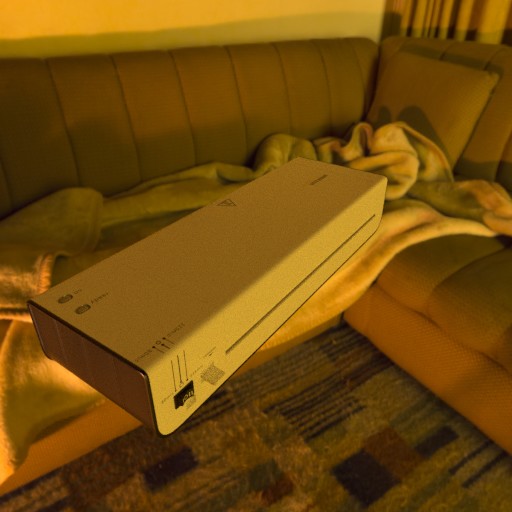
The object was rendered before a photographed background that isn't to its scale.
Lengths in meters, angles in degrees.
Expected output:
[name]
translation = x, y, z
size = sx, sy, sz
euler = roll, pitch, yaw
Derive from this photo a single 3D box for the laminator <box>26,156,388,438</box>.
[laminator]
translation = 0.000, 0.000, 0.388
size = 0.123, 0.062, 0.340
euler = 20, 37, 30
